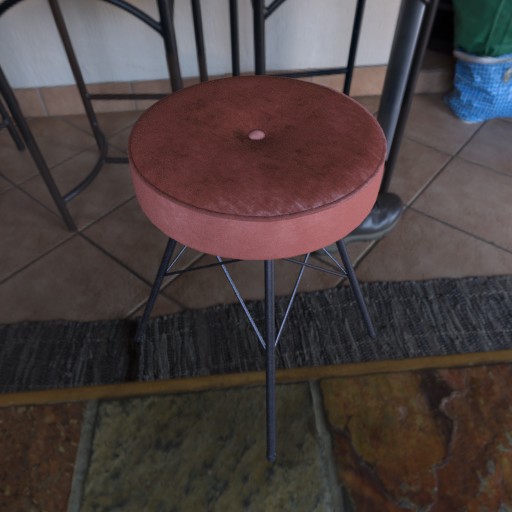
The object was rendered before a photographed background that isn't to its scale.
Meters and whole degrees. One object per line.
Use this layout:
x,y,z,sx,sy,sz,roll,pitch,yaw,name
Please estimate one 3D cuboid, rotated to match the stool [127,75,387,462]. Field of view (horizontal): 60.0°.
0.000,0.000,0.907,0.457,0.593,0.421,33,55,27,stool
